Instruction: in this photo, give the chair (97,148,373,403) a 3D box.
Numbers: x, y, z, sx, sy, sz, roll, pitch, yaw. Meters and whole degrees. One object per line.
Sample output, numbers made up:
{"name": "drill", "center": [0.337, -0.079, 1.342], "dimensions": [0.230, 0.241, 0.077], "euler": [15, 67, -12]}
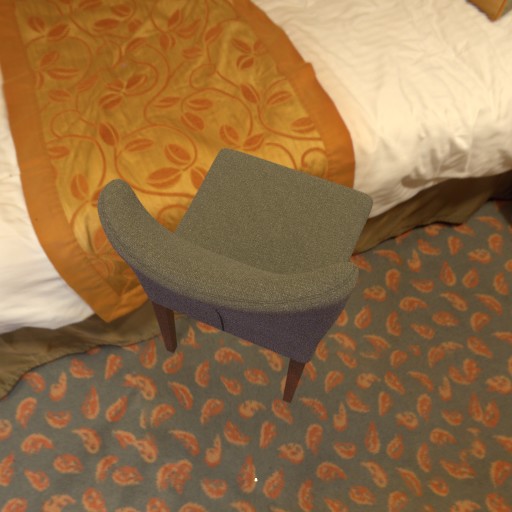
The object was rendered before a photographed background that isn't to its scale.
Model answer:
{"name": "chair", "center": [0.000, 0.000, 1.169], "dimensions": [0.491, 0.839, 0.589], "euler": [20, 65, 10]}
